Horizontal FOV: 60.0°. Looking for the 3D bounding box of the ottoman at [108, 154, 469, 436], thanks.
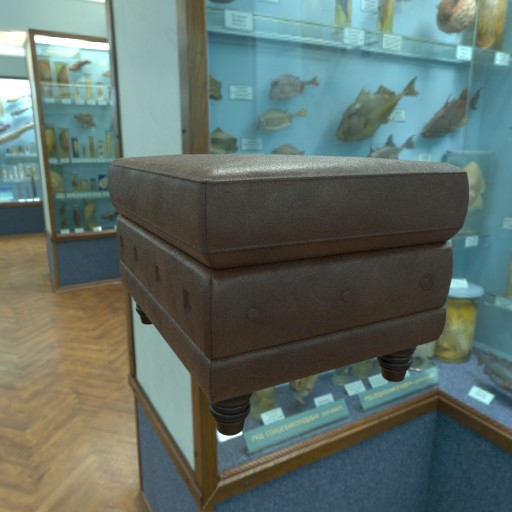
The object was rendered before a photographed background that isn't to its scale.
[{"bbox_3d":[0.000,0.000,1.151,0.588,0.509,0.795,-7,16,-27],"label":"ottoman"}]
